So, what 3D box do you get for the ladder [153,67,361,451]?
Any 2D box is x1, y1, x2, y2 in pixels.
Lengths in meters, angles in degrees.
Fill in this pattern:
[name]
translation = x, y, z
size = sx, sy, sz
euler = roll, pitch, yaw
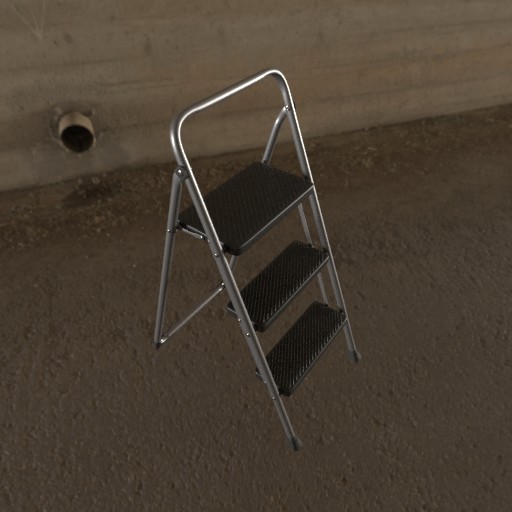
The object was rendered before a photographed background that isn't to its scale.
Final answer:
[ladder]
translation = 0.000, 0.000, 1.277
size = 0.629, 0.945, 0.430
euler = 27, 49, 26
